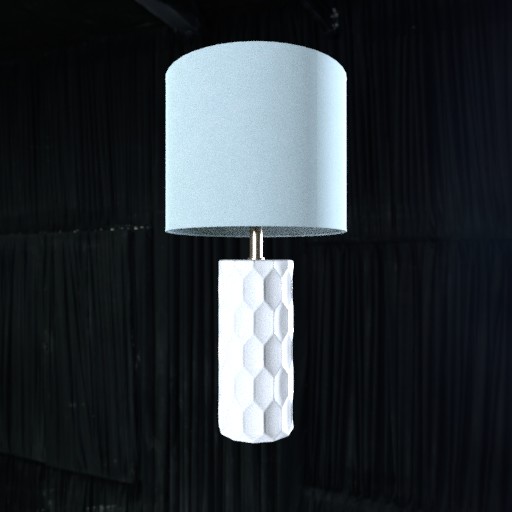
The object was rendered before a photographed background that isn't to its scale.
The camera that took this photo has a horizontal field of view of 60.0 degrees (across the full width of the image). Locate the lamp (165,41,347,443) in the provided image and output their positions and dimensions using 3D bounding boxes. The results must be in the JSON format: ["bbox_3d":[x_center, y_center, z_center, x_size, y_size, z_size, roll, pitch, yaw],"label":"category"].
[{"bbox_3d":[0.000,0.000,0.689,0.277,0.534,0.277,0,0,19],"label":"lamp"}]
